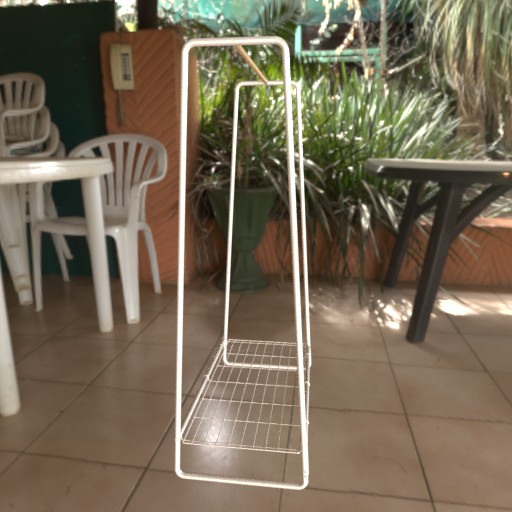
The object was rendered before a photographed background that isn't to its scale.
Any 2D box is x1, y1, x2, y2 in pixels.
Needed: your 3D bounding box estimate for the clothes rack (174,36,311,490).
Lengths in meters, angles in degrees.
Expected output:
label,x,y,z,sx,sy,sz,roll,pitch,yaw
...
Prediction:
label,x,y,z,sx,sy,sz,roll,pitch,yaw
clothes rack,0.000,0.000,1.865,0.495,1.500,0.900,2,14,7
